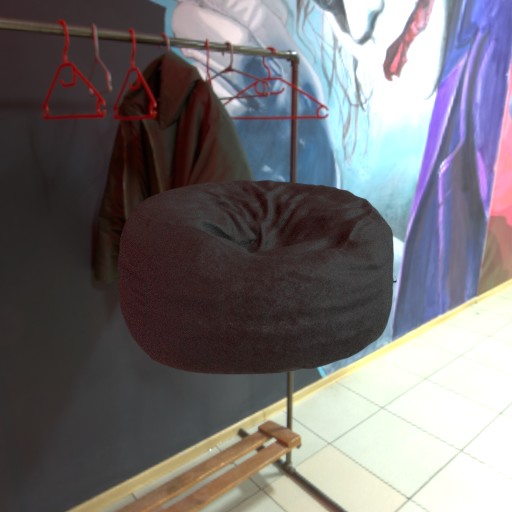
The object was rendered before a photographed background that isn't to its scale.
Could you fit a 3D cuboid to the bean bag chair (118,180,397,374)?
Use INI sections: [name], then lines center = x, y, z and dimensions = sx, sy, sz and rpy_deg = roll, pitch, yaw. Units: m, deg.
[bean bag chair]
center = 0.000, 0.000, 2.524
dimensions = 1.525, 0.751, 1.525
rpy_deg = 0, 17, 0
